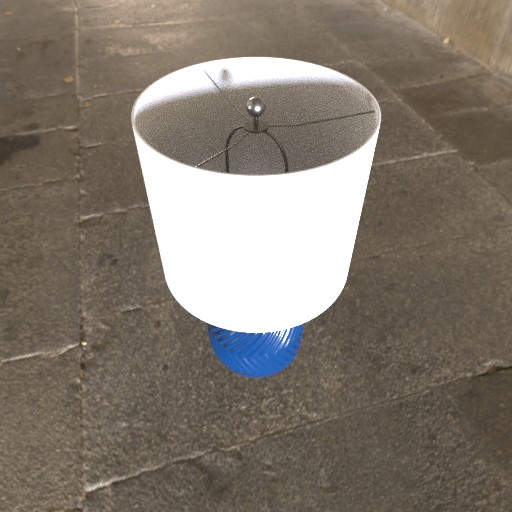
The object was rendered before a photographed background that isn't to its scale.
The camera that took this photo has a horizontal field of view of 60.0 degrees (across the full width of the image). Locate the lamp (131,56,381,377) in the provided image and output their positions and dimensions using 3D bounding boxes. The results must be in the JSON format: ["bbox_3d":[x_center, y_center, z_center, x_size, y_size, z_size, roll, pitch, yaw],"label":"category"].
[{"bbox_3d":[0.000,0.000,0.494,0.203,0.368,0.203,22,49,20],"label":"lamp"}]
